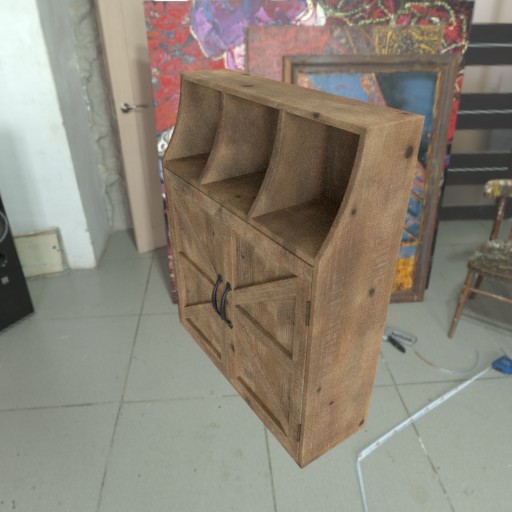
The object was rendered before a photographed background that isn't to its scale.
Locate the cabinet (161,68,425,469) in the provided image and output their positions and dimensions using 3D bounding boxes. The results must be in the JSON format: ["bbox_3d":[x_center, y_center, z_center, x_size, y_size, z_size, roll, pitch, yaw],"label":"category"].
[{"bbox_3d":[0.000,0.000,0.839,0.184,0.590,0.489,-19,36,-29],"label":"cabinet"}]
